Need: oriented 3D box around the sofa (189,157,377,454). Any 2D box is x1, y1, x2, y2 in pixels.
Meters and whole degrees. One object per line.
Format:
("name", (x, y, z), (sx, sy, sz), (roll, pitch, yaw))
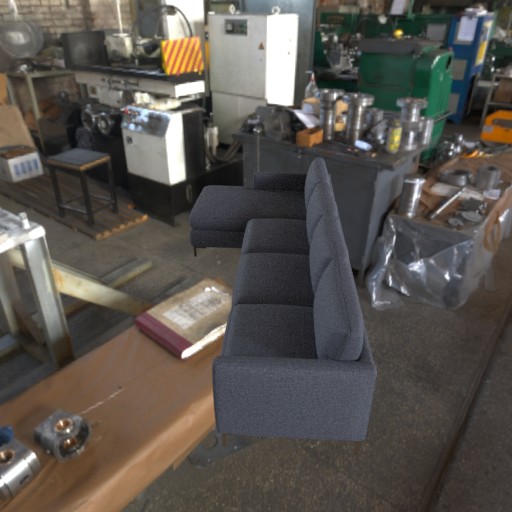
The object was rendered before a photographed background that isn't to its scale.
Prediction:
("sofa", (0.000, 0.000, 2.892), (1.125, 0.673, 2.445), (2, 29, 3))
